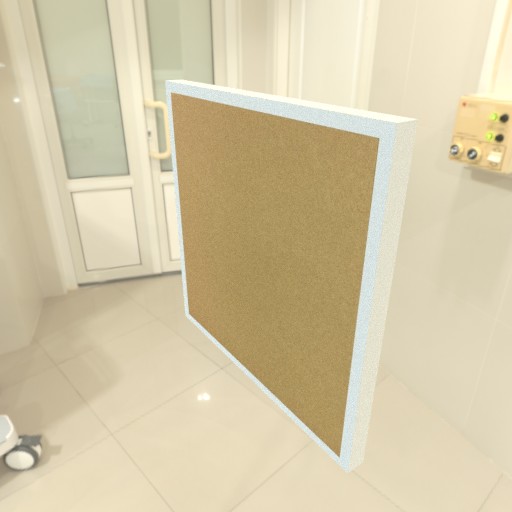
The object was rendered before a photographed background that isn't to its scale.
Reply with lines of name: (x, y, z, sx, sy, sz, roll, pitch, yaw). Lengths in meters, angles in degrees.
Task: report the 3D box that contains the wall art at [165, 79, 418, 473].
wall art: (0.000, 0.000, 0.445, 0.020, 0.307, 0.307, -18, 32, -32)
